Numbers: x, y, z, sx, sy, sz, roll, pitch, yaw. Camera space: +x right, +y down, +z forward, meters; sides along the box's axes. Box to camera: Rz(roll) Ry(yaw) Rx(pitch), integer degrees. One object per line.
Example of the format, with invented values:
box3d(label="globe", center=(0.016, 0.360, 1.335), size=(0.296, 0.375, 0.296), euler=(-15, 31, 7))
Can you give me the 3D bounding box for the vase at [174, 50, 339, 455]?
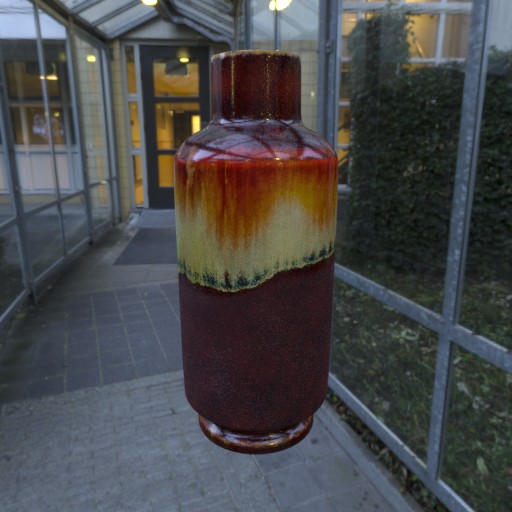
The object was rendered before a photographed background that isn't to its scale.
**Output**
box3d(label="vase", center=(0.000, 0.000, 0.316), size=(0.111, 0.261, 0.111), euler=(0, 15, 0))
